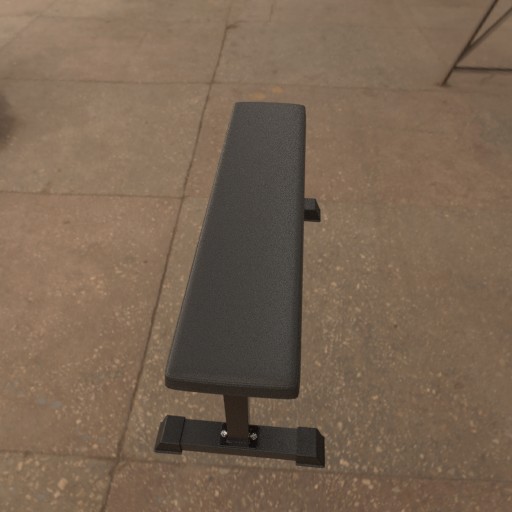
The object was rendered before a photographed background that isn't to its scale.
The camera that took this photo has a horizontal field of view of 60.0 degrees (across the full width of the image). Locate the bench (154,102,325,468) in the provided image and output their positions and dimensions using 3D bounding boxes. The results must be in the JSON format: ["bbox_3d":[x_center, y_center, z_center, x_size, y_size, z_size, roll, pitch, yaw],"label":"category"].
[{"bbox_3d":[0.000,0.000,1.317,0.439,0.453,1.072,4,46,4],"label":"bench"}]
